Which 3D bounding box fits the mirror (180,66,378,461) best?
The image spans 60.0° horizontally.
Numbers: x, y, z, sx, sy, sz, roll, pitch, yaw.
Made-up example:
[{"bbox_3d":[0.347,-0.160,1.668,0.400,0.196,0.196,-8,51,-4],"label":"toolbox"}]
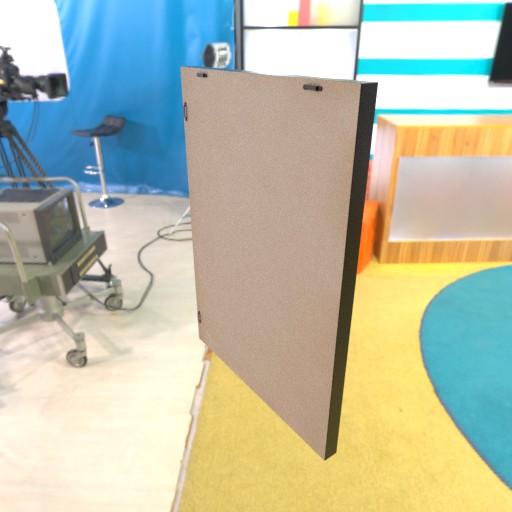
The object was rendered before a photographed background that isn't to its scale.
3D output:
[{"bbox_3d":[0.000,0.000,0.927,0.039,0.710,0.507,-18,31,-32],"label":"mirror"}]
